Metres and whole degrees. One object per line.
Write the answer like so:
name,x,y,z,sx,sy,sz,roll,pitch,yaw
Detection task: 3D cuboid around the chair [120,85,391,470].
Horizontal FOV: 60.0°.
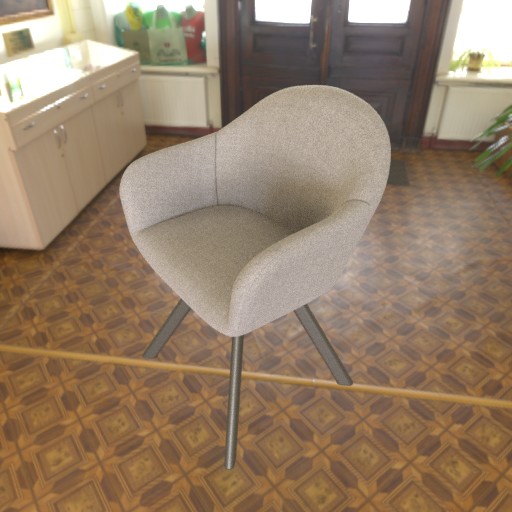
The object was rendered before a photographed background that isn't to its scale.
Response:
chair,0.000,0.000,1.177,0.550,0.795,0.590,-23,39,-30
